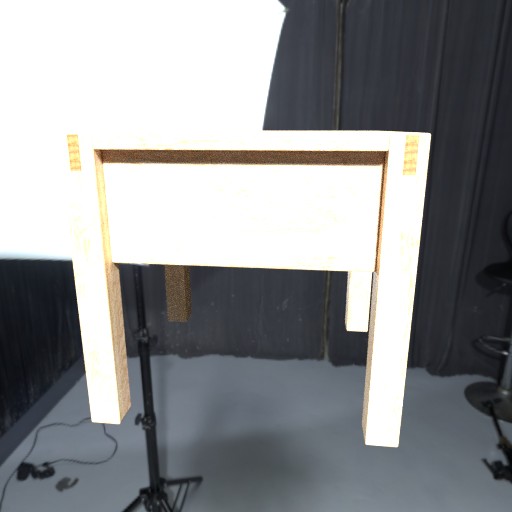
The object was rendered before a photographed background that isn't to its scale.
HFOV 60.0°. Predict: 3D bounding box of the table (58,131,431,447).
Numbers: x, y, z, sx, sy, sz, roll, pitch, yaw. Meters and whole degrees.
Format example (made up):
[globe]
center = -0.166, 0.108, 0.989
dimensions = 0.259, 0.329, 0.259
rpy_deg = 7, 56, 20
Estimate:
[table]
center = 0.000, 0.000, 0.833
dimensions = 0.480, 0.450, 0.440
rpy_deg = 2, 16, 7
